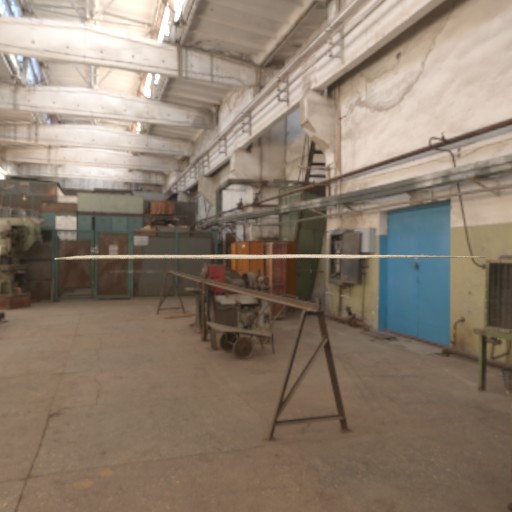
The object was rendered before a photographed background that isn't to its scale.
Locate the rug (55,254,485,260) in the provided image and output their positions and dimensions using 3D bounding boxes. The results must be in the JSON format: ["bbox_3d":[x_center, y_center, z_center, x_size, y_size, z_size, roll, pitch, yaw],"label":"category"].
[{"bbox_3d":[0.000,0.000,2.805,2.133,0.013,1.522,0,1,-16],"label":"rug"}]
